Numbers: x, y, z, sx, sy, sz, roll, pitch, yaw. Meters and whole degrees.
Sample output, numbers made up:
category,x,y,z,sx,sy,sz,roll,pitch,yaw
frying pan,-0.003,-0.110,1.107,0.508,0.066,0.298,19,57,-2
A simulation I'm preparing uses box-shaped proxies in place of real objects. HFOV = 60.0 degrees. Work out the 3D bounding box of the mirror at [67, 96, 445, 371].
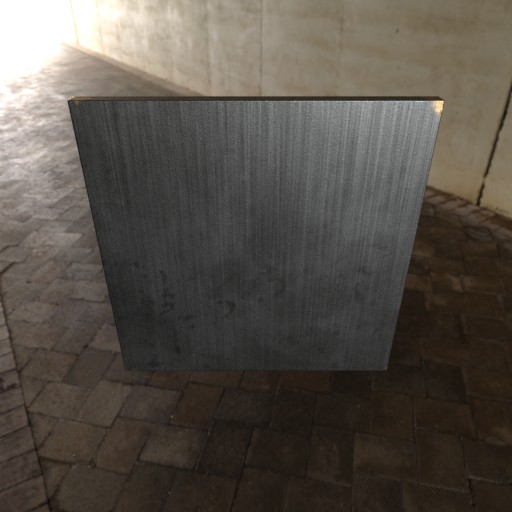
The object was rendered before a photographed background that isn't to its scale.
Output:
category,x,y,z,sx,sy,sz,roll,pitch,yaw
mirror,0.000,0.000,0.555,0.382,0.381,0.020,0,32,0
